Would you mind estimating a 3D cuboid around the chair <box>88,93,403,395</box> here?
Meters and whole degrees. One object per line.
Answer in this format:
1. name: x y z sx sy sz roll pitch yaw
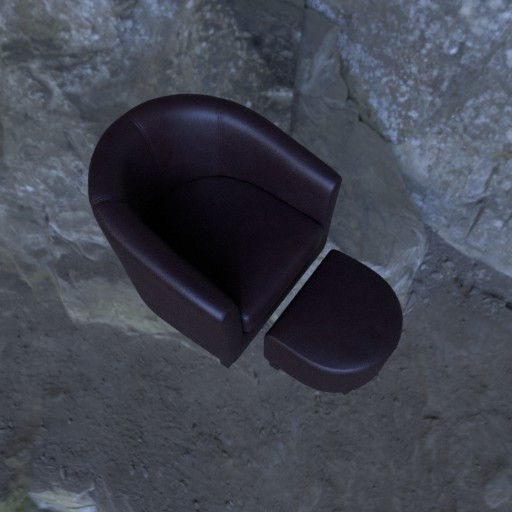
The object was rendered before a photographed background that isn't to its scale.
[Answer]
1. chair: 0.000 0.000 1.659 1.176 0.755 0.737 31 62 19
